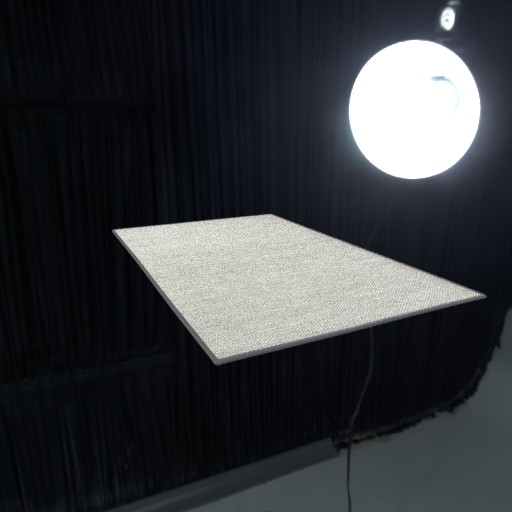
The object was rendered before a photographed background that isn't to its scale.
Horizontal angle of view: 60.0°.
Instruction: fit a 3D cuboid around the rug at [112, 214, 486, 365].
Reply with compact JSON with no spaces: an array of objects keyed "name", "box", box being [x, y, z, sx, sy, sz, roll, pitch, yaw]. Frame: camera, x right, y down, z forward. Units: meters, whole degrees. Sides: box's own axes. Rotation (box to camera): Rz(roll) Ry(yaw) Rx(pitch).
[{"name":"rug","box":[0.000,0.000,2.112,1.067,0.013,1.676,-8,19,-25]}]
